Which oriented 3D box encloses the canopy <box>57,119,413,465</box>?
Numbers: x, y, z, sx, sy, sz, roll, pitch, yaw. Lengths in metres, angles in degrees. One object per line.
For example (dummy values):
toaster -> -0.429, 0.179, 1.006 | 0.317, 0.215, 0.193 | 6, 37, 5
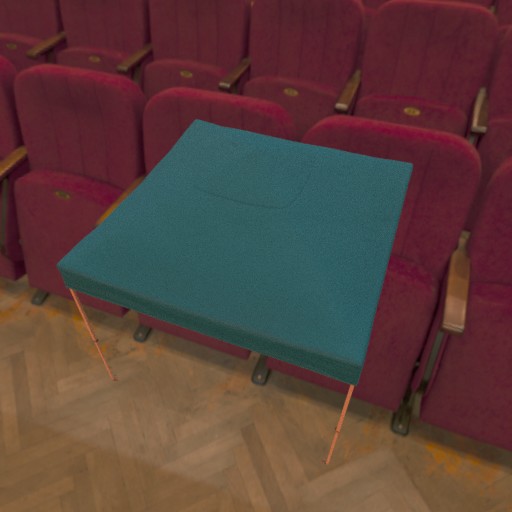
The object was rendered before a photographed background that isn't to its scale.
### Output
canopy -> 0.000, 0.000, 5.377 | 2.998, 2.997, 2.996 | 16, 48, 15
